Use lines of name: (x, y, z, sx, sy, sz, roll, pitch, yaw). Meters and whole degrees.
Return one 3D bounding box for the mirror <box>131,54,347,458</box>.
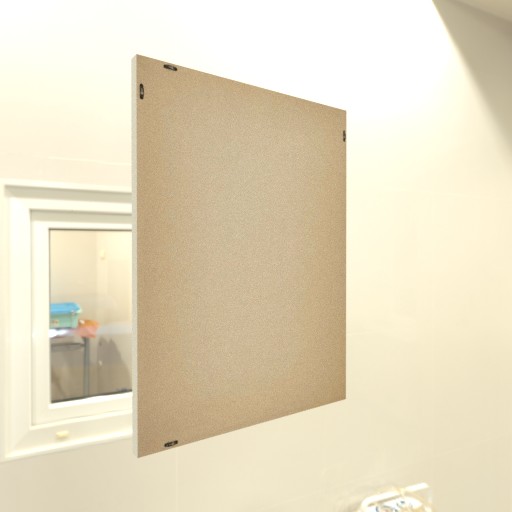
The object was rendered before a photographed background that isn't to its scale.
mirror: (0.000, 0.000, 1.349, 0.762, 1.016, 0.041, 0, 1, -36)
